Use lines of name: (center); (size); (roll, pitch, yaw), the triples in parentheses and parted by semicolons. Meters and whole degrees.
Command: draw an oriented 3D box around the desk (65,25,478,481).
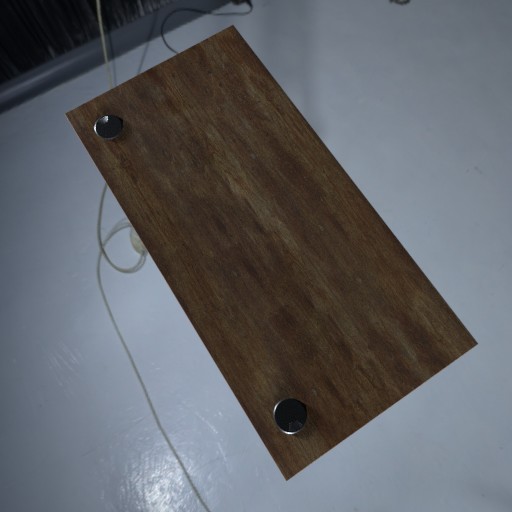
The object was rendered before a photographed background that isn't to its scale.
desk: (0.000, 0.000, 1.600); (0.600, 0.749, 1.200); (-32, 77, -8)
